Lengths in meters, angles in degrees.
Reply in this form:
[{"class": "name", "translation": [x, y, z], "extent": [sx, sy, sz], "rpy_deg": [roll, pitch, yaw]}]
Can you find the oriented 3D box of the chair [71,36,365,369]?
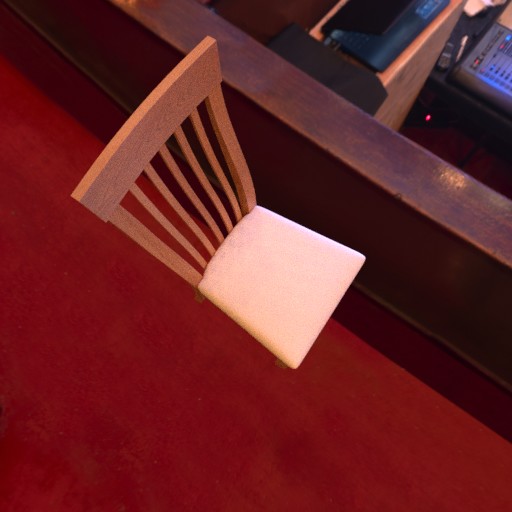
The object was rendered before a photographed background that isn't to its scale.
[{"class": "chair", "translation": [0.000, 0.000, 1.359], "extent": [0.580, 1.050, 0.450], "rpy_deg": [33, 77, 9]}]
